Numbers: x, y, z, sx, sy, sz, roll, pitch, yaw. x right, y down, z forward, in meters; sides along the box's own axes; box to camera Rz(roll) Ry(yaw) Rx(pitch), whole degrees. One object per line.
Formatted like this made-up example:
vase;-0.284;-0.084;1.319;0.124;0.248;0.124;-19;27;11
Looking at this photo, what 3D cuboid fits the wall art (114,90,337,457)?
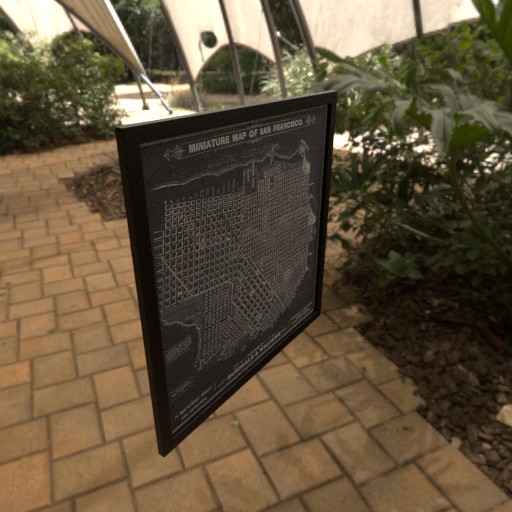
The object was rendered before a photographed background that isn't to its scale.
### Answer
wall art;0.000;0.000;0.701;0.012;0.458;0.457;18;31;32
